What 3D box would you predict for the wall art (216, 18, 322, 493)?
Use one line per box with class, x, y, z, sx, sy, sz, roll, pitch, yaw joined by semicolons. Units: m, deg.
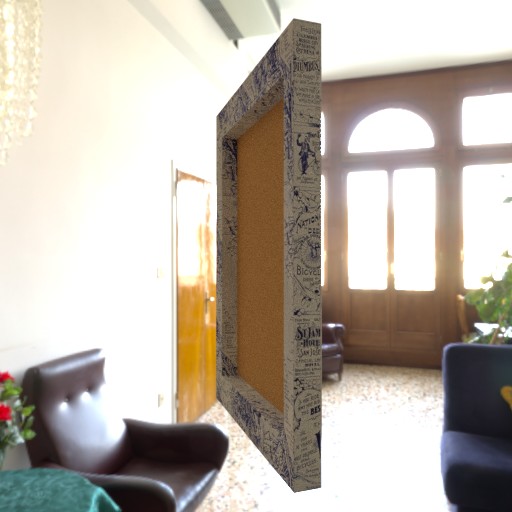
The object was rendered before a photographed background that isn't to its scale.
wall art;0.000;0.000;0.759;0.040;0.601;0.408;0;0;-19
